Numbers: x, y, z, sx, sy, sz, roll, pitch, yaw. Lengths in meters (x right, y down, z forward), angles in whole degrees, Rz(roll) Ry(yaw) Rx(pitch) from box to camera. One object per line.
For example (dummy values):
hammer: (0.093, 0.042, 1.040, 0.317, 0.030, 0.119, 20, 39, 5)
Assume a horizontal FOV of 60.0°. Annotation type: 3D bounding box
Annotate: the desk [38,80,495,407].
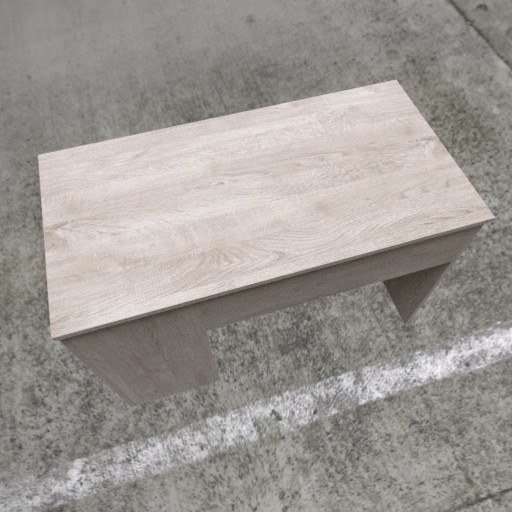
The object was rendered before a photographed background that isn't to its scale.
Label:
desk: (0.000, 0.000, 1.492, 1.097, 0.735, 0.560, -15, 60, -9)
